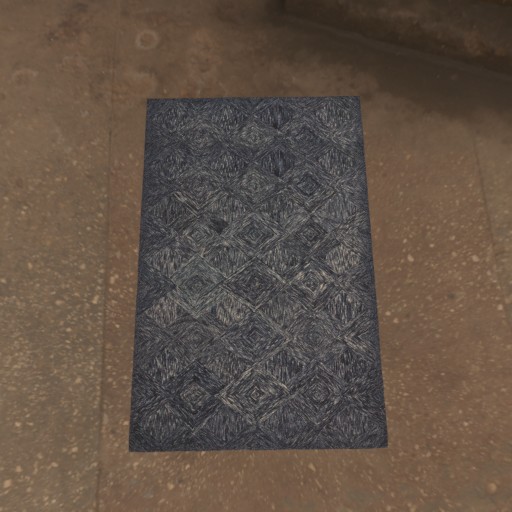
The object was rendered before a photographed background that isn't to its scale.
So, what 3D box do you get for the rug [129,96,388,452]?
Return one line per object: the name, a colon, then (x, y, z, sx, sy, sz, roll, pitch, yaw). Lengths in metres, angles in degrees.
rug: (0.000, 0.000, 2.151, 1.139, 0.010, 1.754, -1, 76, 0)
